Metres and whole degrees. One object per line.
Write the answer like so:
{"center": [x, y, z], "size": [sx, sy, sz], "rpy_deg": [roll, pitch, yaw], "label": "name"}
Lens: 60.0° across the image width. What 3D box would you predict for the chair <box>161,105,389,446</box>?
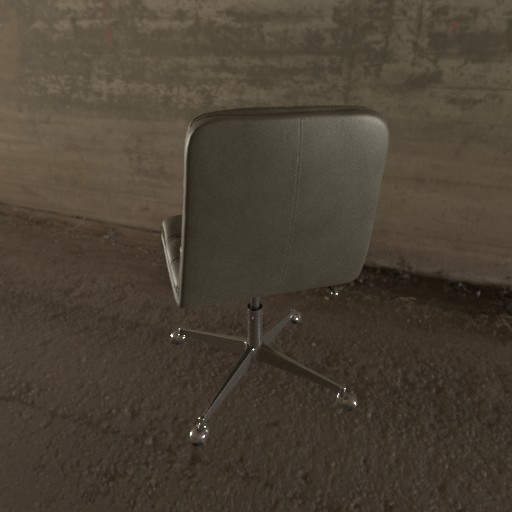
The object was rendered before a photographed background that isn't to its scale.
{"center": [0.000, 0.000, 1.050], "size": [0.422, 0.738, 0.485], "rpy_deg": [-8, 28, -15], "label": "chair"}
